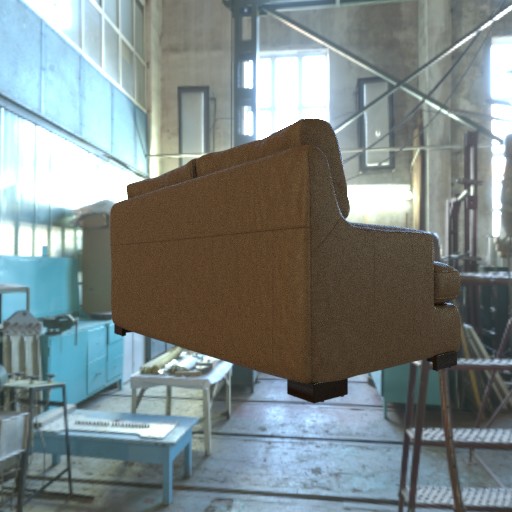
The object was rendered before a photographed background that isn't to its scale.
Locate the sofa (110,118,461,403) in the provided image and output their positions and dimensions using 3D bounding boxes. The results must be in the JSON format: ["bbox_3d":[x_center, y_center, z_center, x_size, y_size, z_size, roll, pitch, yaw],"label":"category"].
[{"bbox_3d":[0.000,0.000,2.397,0.962,0.980,1.855,1,-1,-37],"label":"sofa"}]
